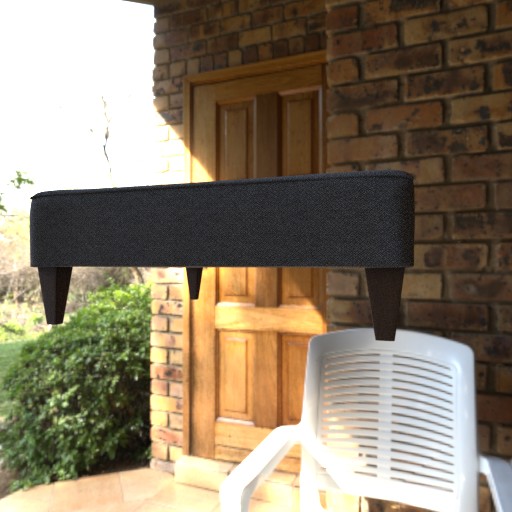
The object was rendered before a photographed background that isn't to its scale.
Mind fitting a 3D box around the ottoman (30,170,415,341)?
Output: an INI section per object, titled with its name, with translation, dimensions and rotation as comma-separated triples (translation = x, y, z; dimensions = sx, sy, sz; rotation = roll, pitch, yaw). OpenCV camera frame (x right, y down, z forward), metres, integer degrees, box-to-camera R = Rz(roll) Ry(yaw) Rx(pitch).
[ottoman]
translation = 0.000, 0.000, 1.484
dimensions = 0.970, 0.378, 0.981
rotation = 0, -1, 17
